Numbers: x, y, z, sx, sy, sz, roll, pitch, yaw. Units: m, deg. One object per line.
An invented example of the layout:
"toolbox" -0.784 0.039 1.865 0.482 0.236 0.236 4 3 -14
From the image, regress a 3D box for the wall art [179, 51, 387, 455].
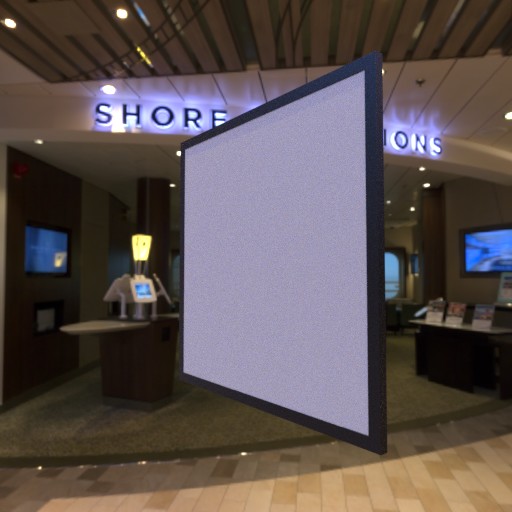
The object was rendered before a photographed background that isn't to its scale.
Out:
"wall art" 0.000 0.000 1.204 0.022 0.807 0.807 2 -3 -39
